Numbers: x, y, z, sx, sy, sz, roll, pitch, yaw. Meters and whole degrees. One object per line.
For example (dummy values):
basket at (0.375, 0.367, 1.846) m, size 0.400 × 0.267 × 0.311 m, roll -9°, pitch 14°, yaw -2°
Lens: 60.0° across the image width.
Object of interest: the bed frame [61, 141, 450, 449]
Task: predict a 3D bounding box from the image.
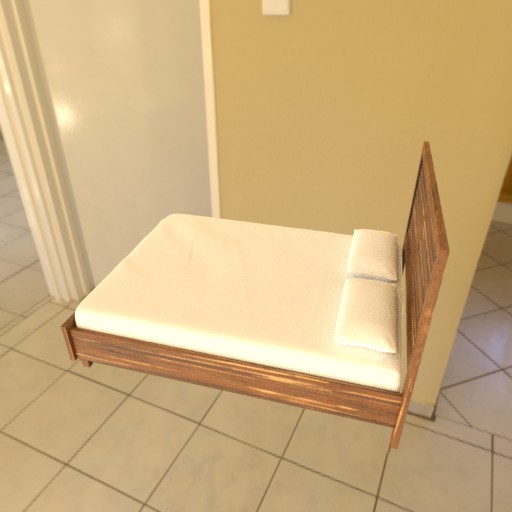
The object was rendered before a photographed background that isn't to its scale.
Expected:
bed frame at (0.000, 0.000, 3.307) m, size 2.276 × 1.417 × 1.696 m, roll 8°, pitch 32°, yaw 13°
